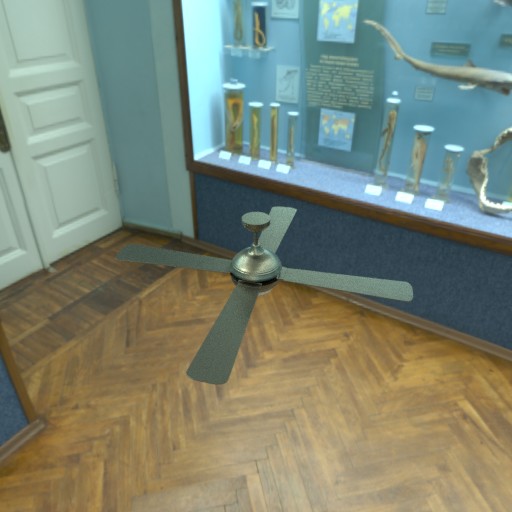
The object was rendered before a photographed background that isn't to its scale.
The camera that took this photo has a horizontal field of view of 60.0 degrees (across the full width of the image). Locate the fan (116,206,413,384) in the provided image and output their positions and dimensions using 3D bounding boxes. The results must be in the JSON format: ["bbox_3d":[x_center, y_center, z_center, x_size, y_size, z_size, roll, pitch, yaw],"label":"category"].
[{"bbox_3d":[0.000,0.000,1.998,1.321,0.381,1.321,20,37,29],"label":"fan"}]
